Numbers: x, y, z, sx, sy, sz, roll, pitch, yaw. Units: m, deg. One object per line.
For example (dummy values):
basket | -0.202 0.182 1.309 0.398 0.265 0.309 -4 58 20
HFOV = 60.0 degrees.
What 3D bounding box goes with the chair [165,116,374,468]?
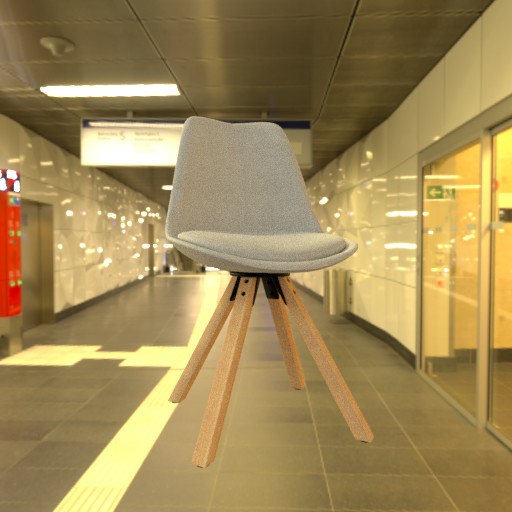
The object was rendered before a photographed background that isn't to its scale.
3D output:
chair | 0.000 0.000 1.198 0.474 0.863 0.549 0 2 -17
